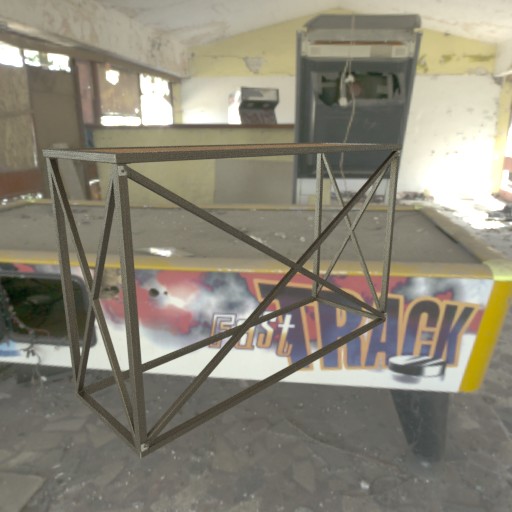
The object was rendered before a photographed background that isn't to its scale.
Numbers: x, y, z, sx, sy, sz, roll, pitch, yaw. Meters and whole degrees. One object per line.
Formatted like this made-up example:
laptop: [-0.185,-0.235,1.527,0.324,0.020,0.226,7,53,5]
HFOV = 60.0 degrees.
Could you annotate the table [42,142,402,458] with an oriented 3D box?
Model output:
table: [0.000,0.000,1.563,1.216,0.753,0.402,-15,21,-43]
